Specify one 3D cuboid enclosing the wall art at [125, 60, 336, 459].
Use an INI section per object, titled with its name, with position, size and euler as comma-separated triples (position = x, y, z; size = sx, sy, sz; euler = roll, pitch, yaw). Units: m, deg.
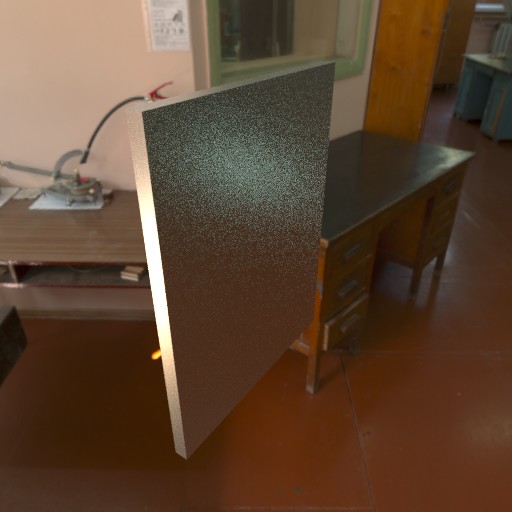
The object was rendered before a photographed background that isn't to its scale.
[wall art]
position = 0.000, 0.000, 0.759
size = 0.025, 0.569, 0.444
euler = 20, 36, 29
